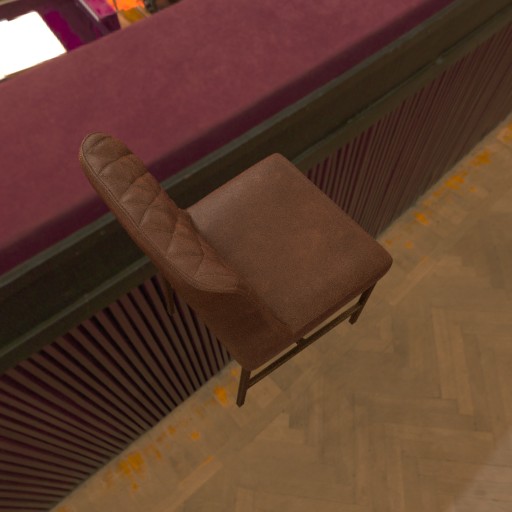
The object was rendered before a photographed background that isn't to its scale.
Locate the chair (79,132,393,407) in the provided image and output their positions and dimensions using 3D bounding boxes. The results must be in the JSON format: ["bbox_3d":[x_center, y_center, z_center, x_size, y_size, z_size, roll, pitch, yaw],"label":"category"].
[{"bbox_3d":[0.000,0.000,1.222,0.587,0.889,0.508,-35,66,-18],"label":"chair"}]
